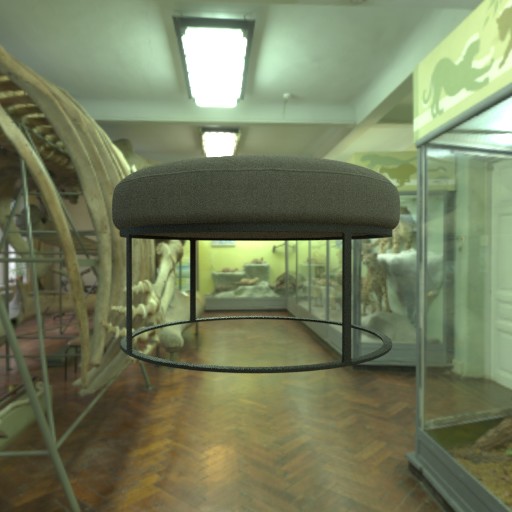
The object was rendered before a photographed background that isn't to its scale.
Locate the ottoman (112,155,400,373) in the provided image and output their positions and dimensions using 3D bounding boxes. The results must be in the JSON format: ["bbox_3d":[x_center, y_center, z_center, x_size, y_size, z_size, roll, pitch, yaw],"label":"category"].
[{"bbox_3d":[0.000,0.000,1.242,0.772,0.460,0.772,0,1,0],"label":"ottoman"}]
